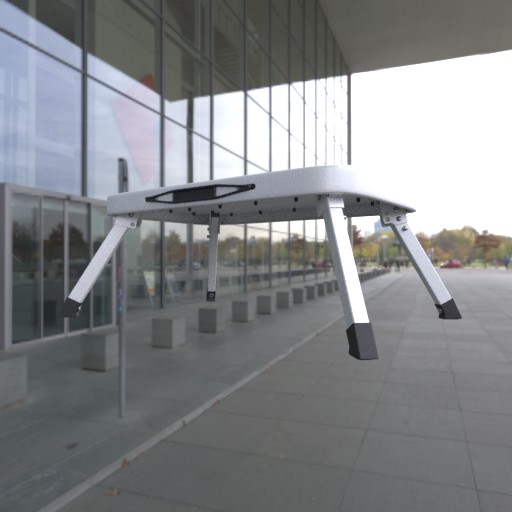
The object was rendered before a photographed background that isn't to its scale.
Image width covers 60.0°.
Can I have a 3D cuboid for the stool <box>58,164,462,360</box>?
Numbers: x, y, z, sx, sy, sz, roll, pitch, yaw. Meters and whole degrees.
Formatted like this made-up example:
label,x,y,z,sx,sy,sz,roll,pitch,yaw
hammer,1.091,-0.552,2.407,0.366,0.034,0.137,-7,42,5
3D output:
label,x,y,z,sx,sy,sz,roll,pitch,yaw
stool,0.000,0.000,0.606,0.460,0.170,0.320,0,-1,36
